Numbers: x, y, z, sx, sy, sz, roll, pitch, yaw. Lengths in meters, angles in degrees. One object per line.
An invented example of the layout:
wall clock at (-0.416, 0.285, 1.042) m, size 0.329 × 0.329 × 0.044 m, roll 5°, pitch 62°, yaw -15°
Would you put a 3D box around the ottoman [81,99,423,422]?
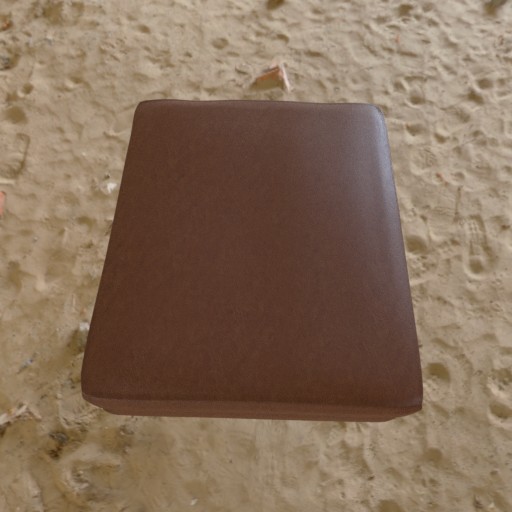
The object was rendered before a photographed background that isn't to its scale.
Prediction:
ottoman at (0.000, 0.000, 1.413) m, size 0.836 × 0.472 × 0.987 m, roll 1°, pitch 63°, yaw 1°
